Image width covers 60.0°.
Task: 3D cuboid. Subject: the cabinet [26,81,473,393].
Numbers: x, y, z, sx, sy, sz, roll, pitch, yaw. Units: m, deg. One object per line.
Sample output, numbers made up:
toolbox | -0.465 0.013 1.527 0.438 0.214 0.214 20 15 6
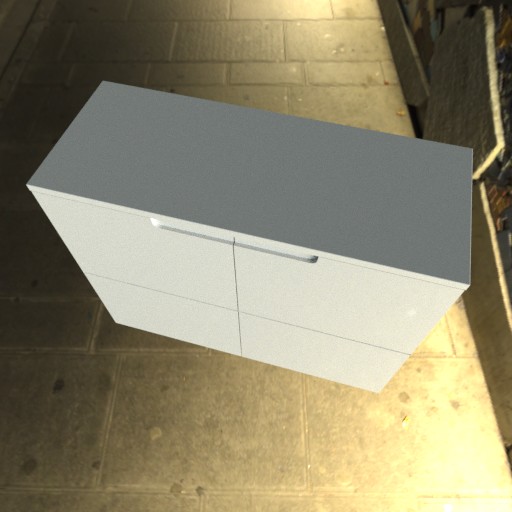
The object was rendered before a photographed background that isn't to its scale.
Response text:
cabinet | 0.000 0.000 1.399 1.000 0.800 0.400 13 58 8
